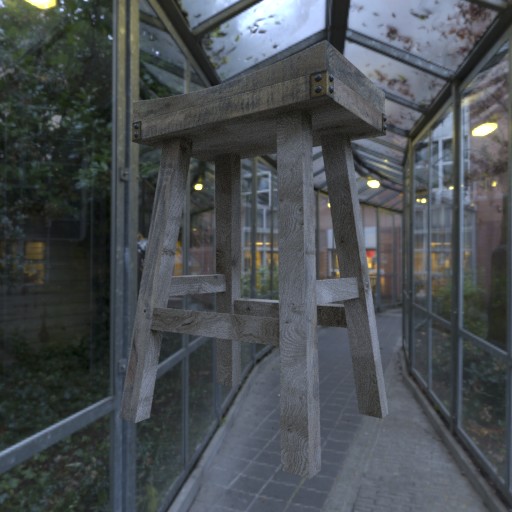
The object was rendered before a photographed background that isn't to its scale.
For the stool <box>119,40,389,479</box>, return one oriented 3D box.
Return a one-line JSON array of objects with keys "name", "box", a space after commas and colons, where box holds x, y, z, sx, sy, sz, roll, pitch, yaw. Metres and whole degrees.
[{"name": "stool", "box": [0.000, 0.000, 0.883, 0.450, 0.635, 0.330, 0, -1, 35]}]
